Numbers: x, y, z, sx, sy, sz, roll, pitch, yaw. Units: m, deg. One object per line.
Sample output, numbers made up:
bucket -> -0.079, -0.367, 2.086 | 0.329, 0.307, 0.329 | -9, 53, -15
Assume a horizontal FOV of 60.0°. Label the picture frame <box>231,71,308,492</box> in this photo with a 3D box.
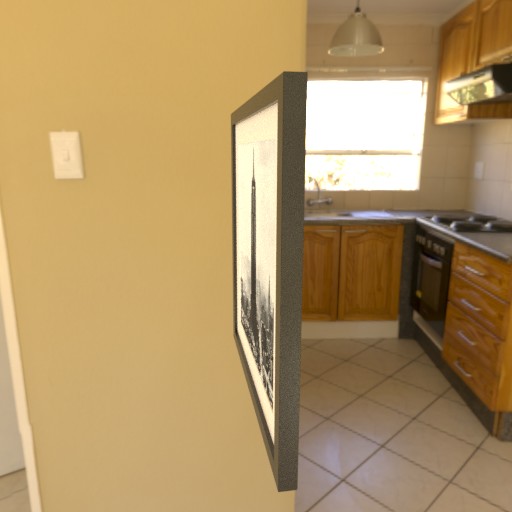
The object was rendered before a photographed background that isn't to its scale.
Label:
picture frame -> 0.000, 0.000, 0.835 | 0.029, 0.557, 0.559 | -2, 13, -9
